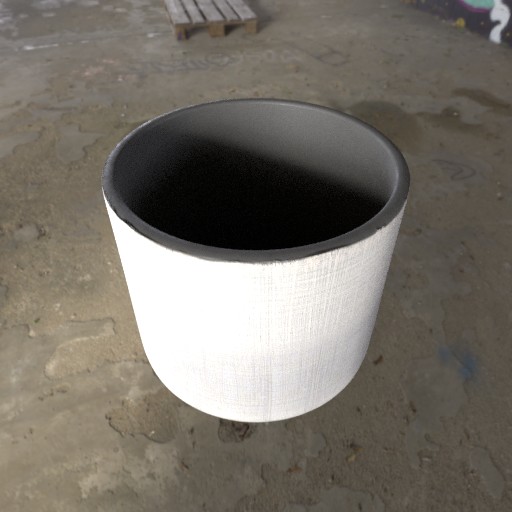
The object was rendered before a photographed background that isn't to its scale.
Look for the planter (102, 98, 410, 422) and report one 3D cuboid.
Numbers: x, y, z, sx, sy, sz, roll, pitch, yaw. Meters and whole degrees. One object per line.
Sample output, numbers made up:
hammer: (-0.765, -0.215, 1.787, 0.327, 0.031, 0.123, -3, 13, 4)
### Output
planter: (0.000, 0.000, 0.442, 0.254, 0.221, 0.254, 0, 42, 0)
